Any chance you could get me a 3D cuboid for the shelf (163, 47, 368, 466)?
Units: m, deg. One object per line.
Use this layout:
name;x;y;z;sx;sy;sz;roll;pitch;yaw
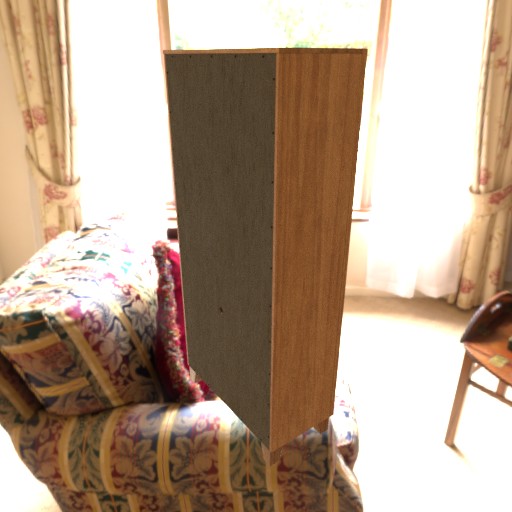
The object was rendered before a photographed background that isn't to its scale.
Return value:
shelf;0.000;0.000;2.284;0.453;1.930;0.864;-17;29;-33
